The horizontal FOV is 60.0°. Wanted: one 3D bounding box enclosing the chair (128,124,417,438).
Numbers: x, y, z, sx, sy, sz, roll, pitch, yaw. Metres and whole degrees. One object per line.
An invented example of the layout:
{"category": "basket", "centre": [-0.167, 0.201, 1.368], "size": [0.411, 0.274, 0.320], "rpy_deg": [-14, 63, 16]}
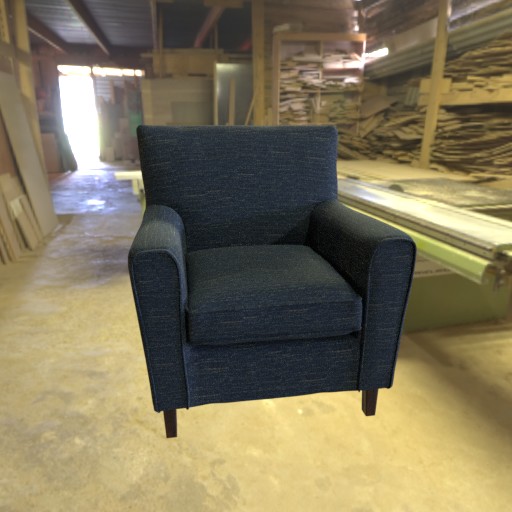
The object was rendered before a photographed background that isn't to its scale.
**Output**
{"category": "chair", "centre": [0.000, 0.000, 1.638], "size": [0.864, 0.928, 0.873], "rpy_deg": [-3, 17, -9]}
